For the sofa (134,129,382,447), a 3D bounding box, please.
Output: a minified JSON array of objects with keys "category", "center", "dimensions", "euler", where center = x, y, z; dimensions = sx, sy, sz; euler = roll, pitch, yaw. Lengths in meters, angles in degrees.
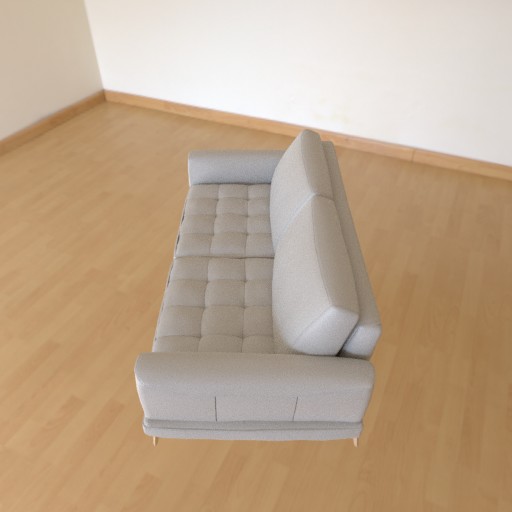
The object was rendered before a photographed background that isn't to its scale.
[{"category":"sofa","center":[0.000,0.000,2.794],"dimensions":[1.121,0.930,2.177],"euler":[0,41,0]}]
